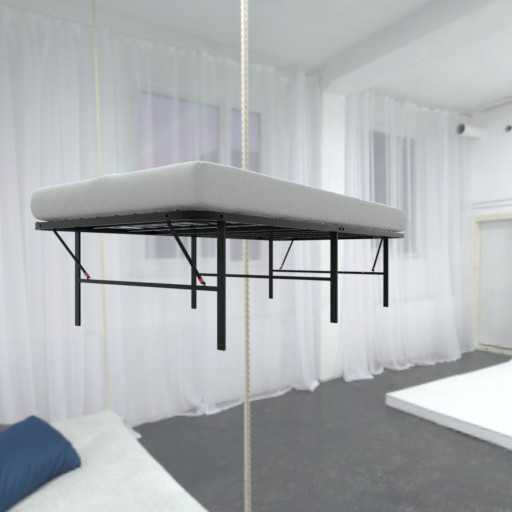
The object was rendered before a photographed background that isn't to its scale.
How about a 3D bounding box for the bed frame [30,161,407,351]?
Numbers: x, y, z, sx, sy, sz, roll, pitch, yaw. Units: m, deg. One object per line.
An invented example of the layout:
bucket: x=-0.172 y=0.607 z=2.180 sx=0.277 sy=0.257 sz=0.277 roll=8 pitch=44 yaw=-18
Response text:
bed frame: x=0.000 y=0.000 z=2.323 sx=0.989 sy=0.619 sz=1.903 roll=0 pitch=0 yaw=37
